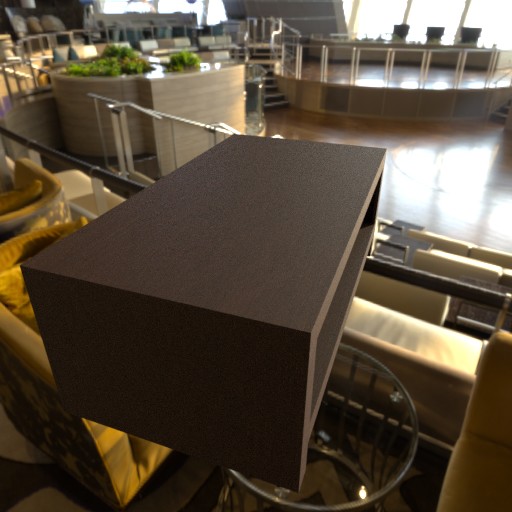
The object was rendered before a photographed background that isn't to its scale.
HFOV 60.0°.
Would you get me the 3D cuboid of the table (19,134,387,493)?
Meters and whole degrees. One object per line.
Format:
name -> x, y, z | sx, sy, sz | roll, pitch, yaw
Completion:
table -> 0.000, 0.000, 1.345 | 0.597, 0.424, 1.099 | 10, 31, 18
